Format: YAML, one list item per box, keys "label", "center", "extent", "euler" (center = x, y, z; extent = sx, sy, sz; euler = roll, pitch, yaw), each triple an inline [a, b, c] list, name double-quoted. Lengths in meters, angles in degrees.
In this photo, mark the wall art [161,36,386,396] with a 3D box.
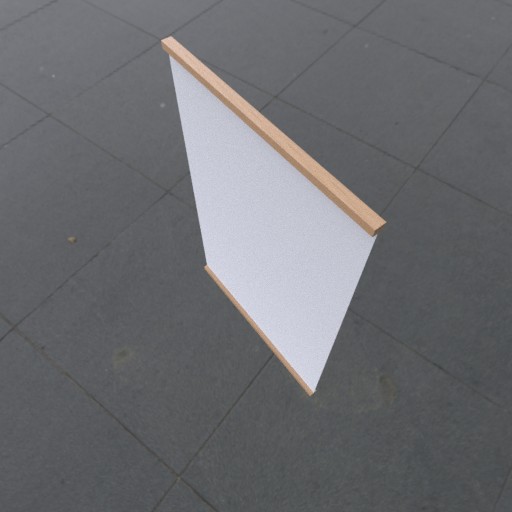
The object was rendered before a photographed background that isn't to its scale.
- label: "wall art"
  center: [0.000, 0.000, 0.779]
  extent: [0.016, 0.611, 0.401]
  euler: [-33, 63, -19]
